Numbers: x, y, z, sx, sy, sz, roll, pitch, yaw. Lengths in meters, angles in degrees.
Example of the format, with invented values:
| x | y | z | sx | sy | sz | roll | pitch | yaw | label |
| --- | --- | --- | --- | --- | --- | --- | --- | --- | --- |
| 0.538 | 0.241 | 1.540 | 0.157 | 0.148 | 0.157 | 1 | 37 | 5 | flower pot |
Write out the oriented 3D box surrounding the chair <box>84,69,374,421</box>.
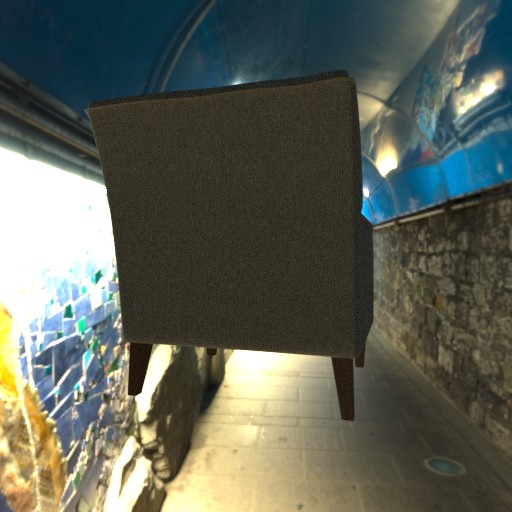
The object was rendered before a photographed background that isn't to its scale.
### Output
| x | y | z | sx | sy | sz | roll | pitch | yaw | label |
| --- | --- | --- | --- | --- | --- | --- | --- | --- | --- |
| 0.000 | 0.000 | 1.581 | 0.780 | 0.919 | 0.899 | 0 | 0 | 18 | chair |
